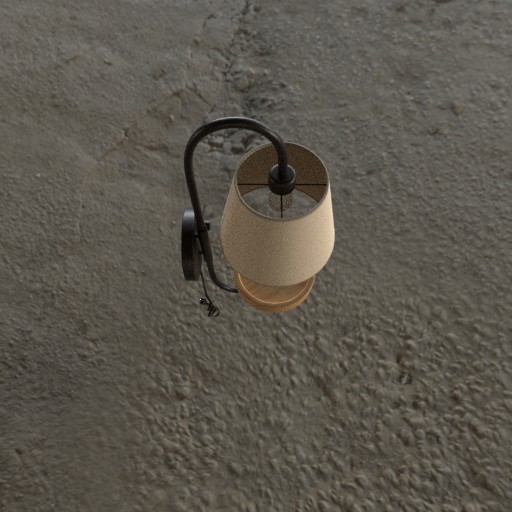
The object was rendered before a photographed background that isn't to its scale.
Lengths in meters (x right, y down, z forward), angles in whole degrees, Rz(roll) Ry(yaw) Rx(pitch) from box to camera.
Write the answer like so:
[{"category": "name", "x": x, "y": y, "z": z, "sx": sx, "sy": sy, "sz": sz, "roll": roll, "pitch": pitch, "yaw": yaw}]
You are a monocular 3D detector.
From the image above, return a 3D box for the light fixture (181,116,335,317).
[{"category": "light fixture", "x": 0.000, "y": 0.000, "z": 0.937, "sx": 0.299, "sy": 0.821, "sz": 0.220, "roll": 0, "pitch": 65, "yaw": 0}]
